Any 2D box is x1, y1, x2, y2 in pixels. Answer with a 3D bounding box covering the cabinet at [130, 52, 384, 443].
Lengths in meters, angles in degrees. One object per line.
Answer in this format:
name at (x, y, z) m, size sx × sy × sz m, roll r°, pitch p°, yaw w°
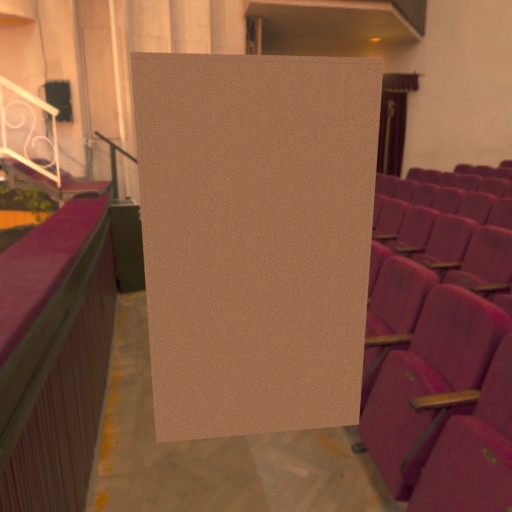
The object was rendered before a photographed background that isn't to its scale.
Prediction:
cabinet at (0.000, 0.000, 1.579) m, size 0.750 × 1.280 × 0.250 m, roll -2°, pitch 15°, yaw -8°
